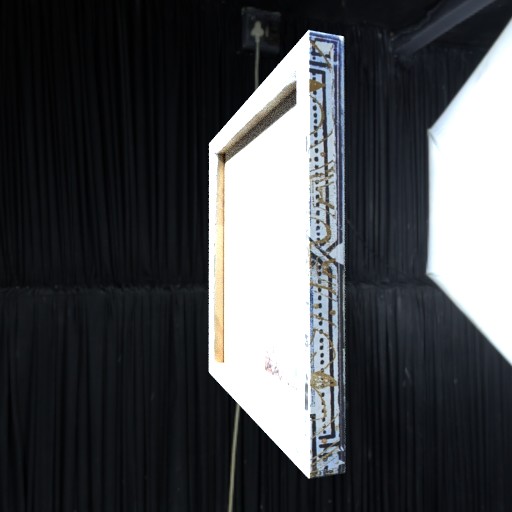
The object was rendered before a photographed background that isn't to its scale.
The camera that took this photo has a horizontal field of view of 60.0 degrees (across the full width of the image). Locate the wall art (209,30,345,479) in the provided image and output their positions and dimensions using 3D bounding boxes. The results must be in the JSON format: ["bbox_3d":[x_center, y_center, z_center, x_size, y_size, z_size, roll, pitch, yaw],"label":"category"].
[{"bbox_3d":[0.000,0.000,0.605,0.038,0.410,0.411,0,-1,-19],"label":"wall art"}]
